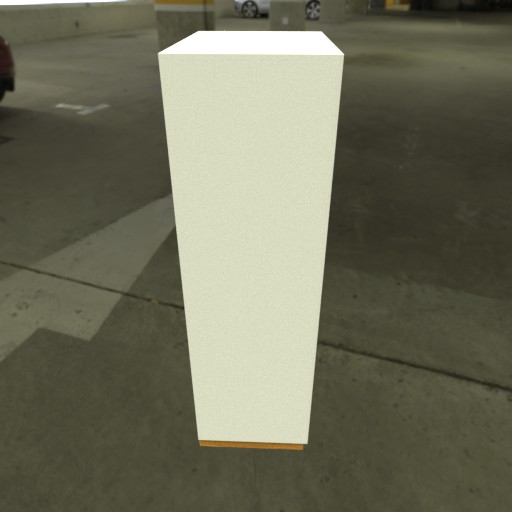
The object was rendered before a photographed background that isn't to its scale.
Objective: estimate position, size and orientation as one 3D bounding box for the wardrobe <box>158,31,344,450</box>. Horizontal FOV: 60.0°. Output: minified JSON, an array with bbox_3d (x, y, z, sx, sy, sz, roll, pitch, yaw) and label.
[{"bbox_3d":[0.000,0.000,2.322,0.600,2.040,0.860,1,31,2],"label":"wardrobe"}]
